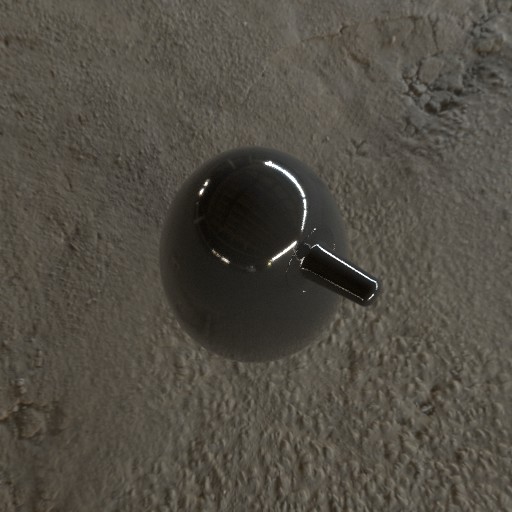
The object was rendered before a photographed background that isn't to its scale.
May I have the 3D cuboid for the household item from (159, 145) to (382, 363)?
[{"bbox_3d":[0.000,0.000,0.218,0.104,0.152,0.102,37,78,9],"label":"household item"}]
